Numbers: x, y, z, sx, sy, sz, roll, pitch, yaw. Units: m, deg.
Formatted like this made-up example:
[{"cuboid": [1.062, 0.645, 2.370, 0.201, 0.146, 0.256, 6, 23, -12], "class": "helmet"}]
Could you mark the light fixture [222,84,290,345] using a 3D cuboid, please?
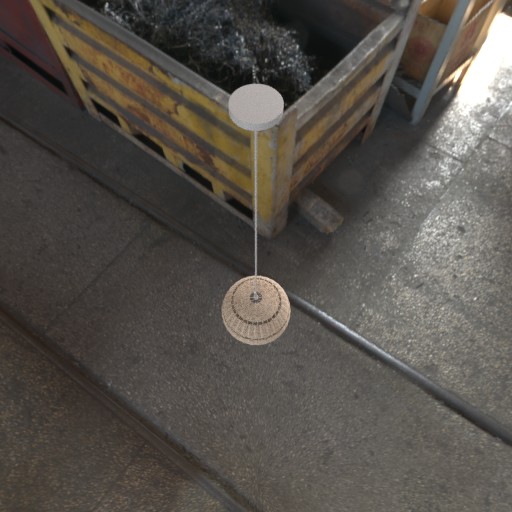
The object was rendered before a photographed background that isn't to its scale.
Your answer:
[{"cuboid": [0.000, 0.000, 2.238, 0.457, 2.019, 0.457, 2, 63, 1], "class": "light fixture"}]
